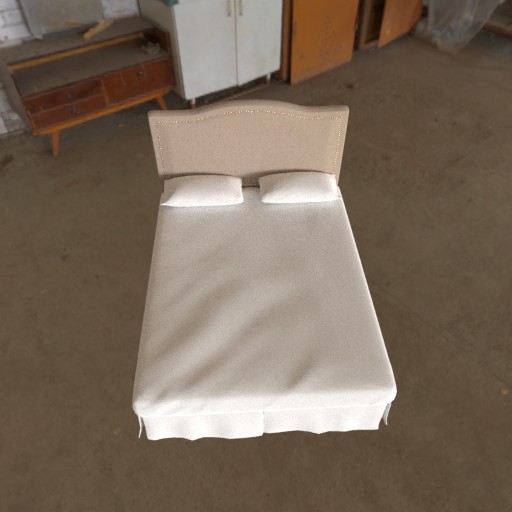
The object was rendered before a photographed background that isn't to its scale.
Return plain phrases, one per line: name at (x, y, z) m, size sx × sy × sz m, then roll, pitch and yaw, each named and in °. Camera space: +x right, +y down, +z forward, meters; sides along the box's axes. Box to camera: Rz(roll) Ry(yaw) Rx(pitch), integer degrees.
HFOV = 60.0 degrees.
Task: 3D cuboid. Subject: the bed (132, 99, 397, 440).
bed at (0.000, 0.000, 3.461) m, size 1.821 × 1.436 × 2.282 m, roll -2°, pitch 47°, yaw -2°
